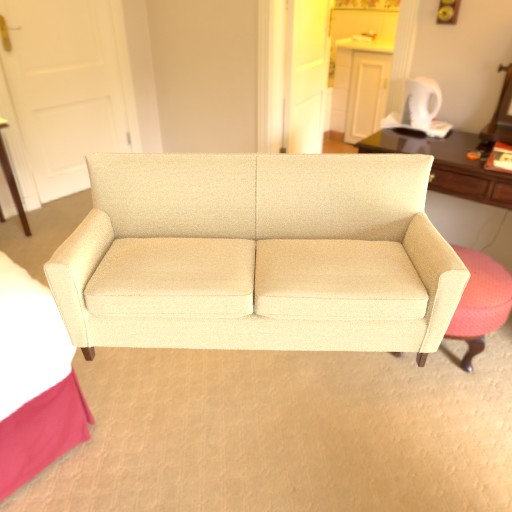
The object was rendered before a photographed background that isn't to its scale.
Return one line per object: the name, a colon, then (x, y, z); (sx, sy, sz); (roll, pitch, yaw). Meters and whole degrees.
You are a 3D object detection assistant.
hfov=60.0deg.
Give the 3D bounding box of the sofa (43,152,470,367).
sofa: (0.000, 0.000, 2.440); (2.001, 0.907, 0.841); (1, 31, 1)
